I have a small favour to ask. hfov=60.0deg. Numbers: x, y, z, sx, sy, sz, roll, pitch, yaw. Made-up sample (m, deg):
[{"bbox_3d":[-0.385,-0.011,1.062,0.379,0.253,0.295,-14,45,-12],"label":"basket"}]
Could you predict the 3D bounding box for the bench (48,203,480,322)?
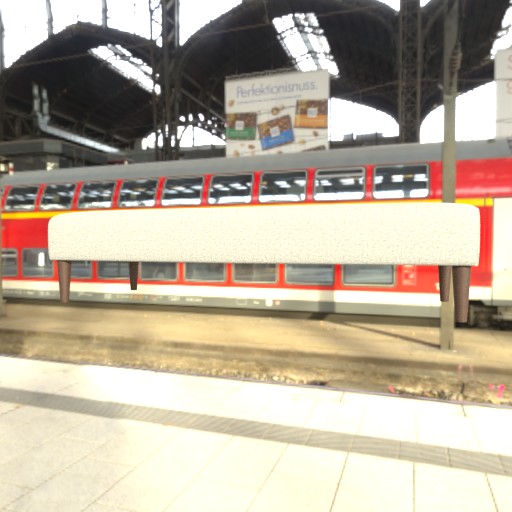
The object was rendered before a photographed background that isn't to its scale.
[{"bbox_3d":[0.000,0.000,1.844,1.598,0.383,0.631,1,2,18],"label":"bench"}]
